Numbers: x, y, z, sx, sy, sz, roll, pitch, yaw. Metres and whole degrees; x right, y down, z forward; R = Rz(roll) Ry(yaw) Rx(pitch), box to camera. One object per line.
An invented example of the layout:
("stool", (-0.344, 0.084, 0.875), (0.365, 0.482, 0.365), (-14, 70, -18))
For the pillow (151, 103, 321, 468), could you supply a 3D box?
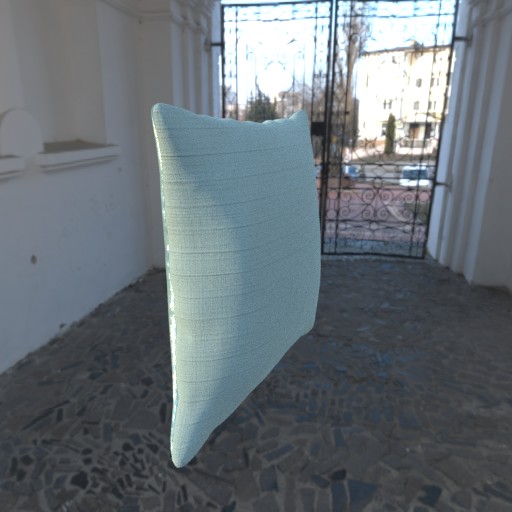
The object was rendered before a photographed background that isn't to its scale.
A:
("pillow", (0.000, 0.000, 0.721), (0.175, 0.464, 0.470), (8, 19, 25))
